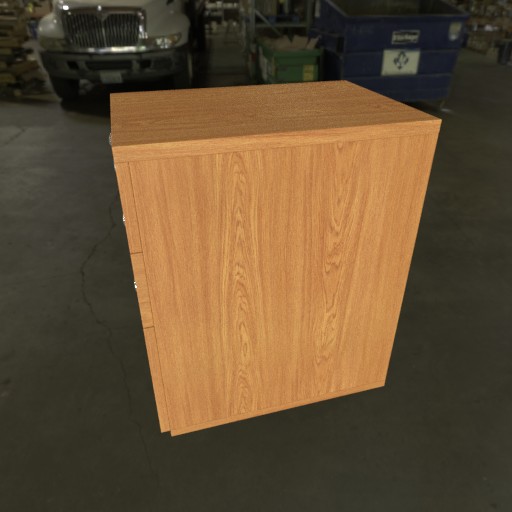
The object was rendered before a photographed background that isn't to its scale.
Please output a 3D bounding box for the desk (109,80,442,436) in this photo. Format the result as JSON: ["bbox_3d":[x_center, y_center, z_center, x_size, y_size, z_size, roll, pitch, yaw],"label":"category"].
[{"bbox_3d":[0.000,0.000,1.106,0.600,0.730,0.404,-9,33,-14],"label":"desk"}]
